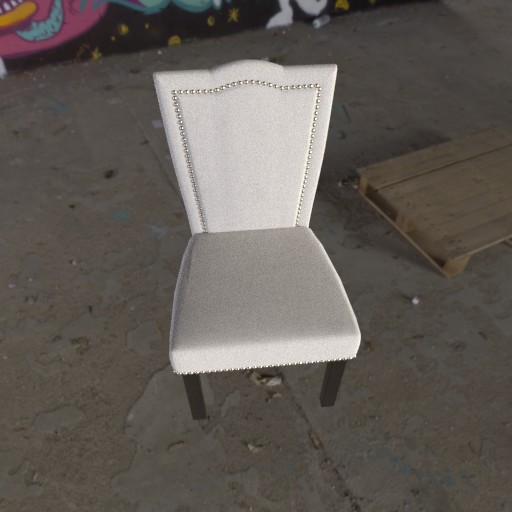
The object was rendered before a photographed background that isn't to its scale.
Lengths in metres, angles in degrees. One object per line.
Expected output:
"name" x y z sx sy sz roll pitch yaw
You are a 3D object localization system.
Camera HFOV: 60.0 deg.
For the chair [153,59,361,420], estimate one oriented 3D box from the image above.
"chair" 0.000 0.000 1.323 0.518 0.946 0.589 -4 46 -4
